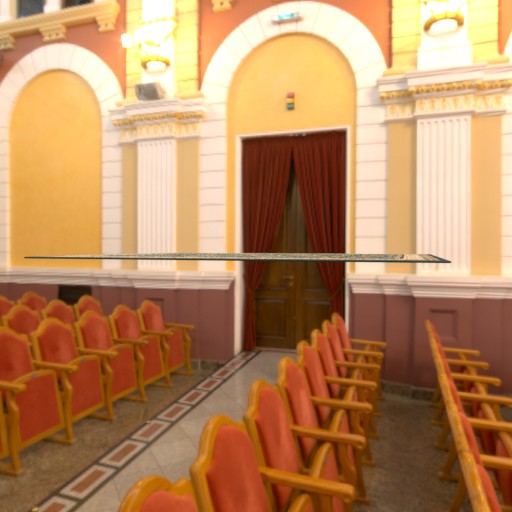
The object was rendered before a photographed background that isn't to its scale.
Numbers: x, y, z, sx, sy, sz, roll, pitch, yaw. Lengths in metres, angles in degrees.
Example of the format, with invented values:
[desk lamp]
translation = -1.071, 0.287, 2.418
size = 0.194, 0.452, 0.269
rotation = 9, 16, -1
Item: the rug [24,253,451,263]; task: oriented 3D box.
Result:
[rug]
translation = 0.000, 0.000, 3.994
size = 3.044, 0.015, 2.226
rotation = 0, 1, 19
